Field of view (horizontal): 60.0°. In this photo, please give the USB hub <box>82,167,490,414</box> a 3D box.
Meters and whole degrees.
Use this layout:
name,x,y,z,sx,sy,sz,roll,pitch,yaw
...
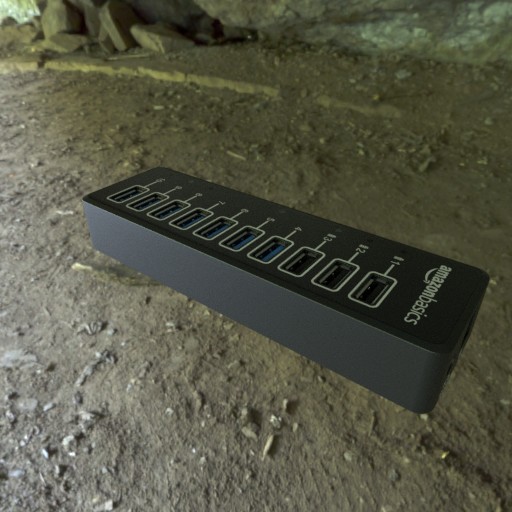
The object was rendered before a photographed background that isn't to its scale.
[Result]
name,x,y,z,sx,sy,sz,roll,pitch,yaw
USB hub,0.000,0.000,0.160,0.145,0.023,0.044,22,39,30
